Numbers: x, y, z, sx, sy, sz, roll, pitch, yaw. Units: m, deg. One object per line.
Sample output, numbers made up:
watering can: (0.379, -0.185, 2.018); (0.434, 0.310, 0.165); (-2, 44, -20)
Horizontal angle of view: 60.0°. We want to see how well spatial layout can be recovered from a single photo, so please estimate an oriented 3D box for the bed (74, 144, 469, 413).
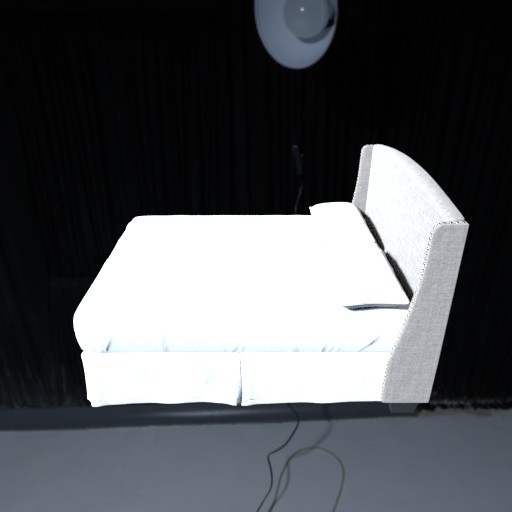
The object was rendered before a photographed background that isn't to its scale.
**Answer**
bed: (0.000, 0.000, 3.287); (2.237, 1.407, 1.710); (0, 27, 0)
